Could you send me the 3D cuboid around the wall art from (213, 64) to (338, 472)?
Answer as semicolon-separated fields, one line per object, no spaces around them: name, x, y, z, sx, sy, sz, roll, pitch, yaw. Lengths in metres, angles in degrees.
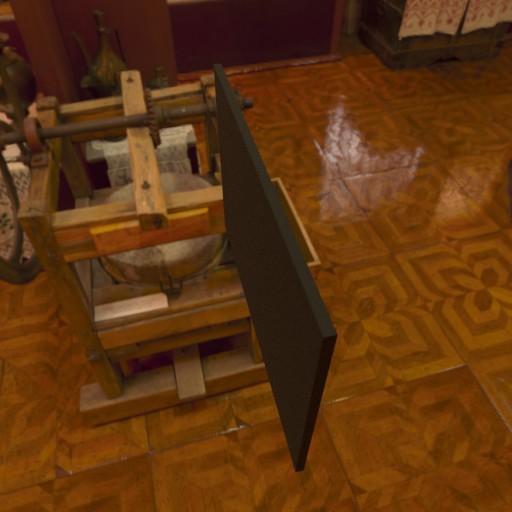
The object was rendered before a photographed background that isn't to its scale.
wall art;0.000;0.000;1.234;0.026;0.656;0.958;-10;48;-9
